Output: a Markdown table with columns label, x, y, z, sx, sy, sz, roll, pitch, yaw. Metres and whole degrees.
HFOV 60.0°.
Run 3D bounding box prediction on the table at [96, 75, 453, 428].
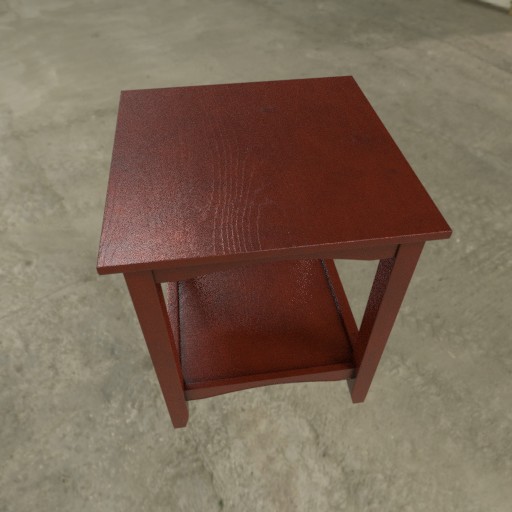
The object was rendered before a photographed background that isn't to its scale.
| label | x | y | z | sx | sy | sz | roll | pitch | yaw |
| --- | --- | --- | --- | --- | --- | --- | --- | --- | --- |
| table | 0.000 | 0.000 | 0.984 | 0.522 | 0.558 | 0.523 | -4 | 47 | -4 |
